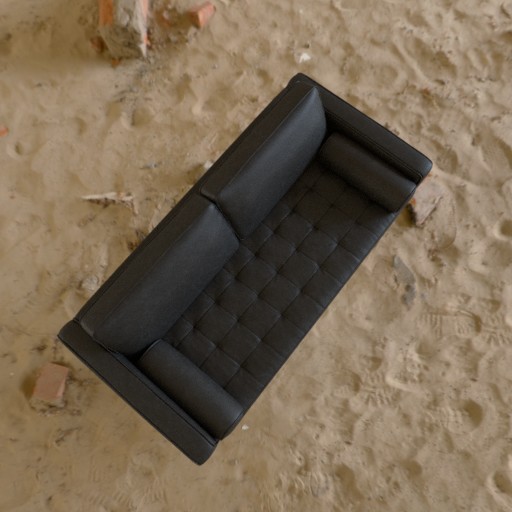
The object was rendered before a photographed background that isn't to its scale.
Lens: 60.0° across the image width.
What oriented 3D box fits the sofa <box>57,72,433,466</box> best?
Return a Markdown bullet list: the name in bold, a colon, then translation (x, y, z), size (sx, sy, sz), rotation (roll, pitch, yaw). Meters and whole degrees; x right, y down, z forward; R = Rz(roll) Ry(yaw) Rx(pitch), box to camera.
- **sofa**: translation (0.000, 0.000, 2.338), size (0.921, 0.770, 1.879), rotation (38, 78, 10)
